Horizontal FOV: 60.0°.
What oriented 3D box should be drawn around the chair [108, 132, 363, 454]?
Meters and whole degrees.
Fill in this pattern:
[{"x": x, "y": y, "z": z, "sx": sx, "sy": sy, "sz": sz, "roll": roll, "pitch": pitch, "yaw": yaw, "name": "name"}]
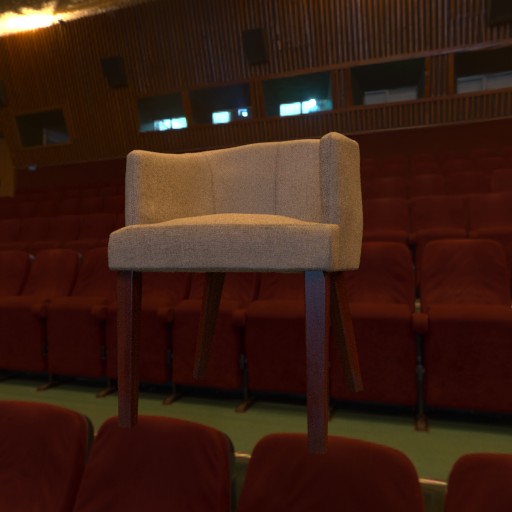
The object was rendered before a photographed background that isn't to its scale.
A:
[{"x": 0.000, "y": 0.000, "z": 1.249, "sx": 0.583, "sy": 0.811, "sz": 0.655, "roll": -1, "pitch": -2, "yaw": 18, "name": "chair"}]
